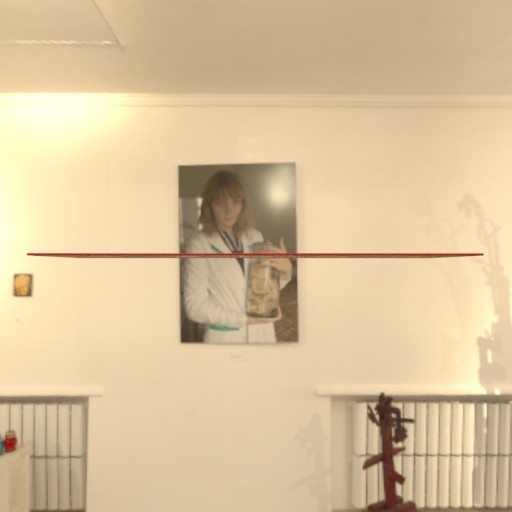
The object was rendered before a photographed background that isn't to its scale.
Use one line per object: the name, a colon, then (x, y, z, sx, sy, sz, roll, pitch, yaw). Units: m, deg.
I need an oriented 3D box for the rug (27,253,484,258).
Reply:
rug: (0.000, 0.000, 2.548, 2.292, 0.015, 0.659, 0, -1, -1)
